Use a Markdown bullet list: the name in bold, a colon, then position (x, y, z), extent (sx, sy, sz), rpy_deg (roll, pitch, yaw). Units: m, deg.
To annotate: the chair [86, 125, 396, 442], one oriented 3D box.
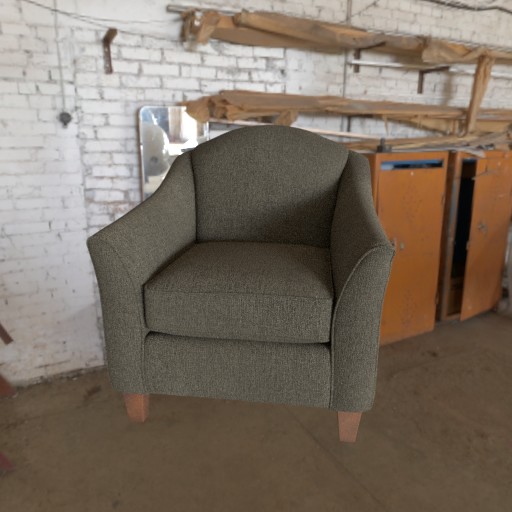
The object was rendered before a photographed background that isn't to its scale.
- **chair**: position (0.000, 0.000, 1.453), extent (0.763, 0.839, 0.787), rpy_deg (2, 15, 8)
